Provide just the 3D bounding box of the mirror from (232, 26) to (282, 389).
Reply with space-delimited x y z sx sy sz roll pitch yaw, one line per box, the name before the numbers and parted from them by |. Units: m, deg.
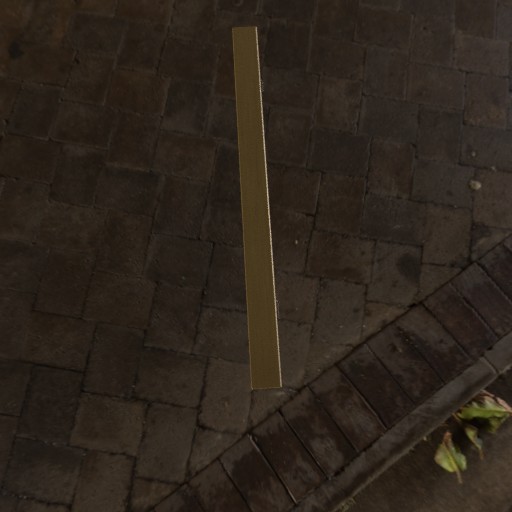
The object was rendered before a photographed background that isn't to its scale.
mirror | 0.000 0.000 0.927 0.040 0.710 0.507 -3 75 -1
